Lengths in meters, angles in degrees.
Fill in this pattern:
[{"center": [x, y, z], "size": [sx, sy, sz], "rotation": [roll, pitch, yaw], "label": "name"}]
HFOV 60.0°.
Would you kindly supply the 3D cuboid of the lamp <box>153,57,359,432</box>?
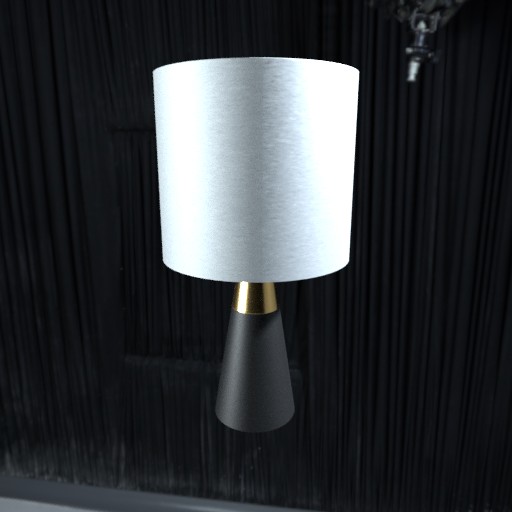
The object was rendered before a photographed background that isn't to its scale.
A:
[{"center": [0.000, 0.000, 0.749], "size": [0.308, 0.580, 0.308], "rotation": [2, 15, 9], "label": "lamp"}]
